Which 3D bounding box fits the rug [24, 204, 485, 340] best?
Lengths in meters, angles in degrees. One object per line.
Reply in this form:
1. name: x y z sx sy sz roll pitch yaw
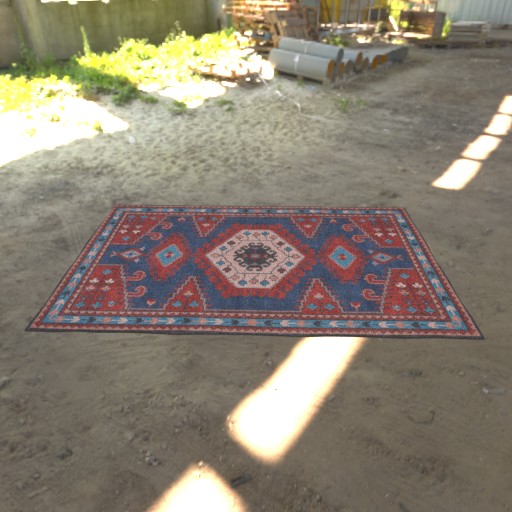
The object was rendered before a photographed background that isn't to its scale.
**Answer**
1. rug: 0.000 0.000 2.257 1.820 0.012 1.207 1 31 1
